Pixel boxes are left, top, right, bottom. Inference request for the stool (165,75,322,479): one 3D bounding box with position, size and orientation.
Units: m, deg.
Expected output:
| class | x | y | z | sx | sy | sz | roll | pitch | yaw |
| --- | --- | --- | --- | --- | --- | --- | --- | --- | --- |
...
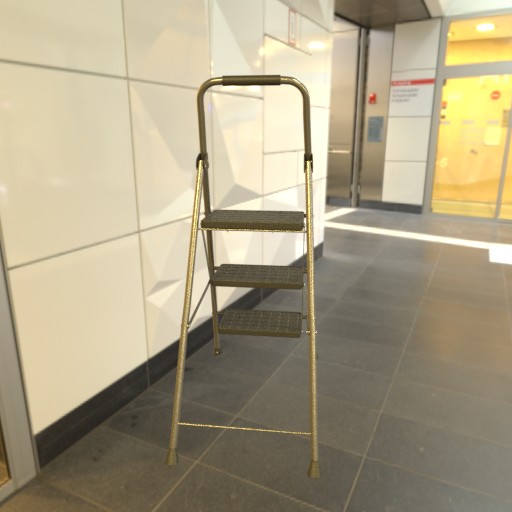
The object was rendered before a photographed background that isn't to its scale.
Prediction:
| class | x | y | z | sx | sy | sz | roll | pitch | yaw |
| --- | --- | --- | --- | --- | --- | --- | --- | --- | --- |
| stool | 0.000 | 0.000 | 1.506 | 0.473 | 1.121 | 0.733 | 2 | 16 | 7 |
